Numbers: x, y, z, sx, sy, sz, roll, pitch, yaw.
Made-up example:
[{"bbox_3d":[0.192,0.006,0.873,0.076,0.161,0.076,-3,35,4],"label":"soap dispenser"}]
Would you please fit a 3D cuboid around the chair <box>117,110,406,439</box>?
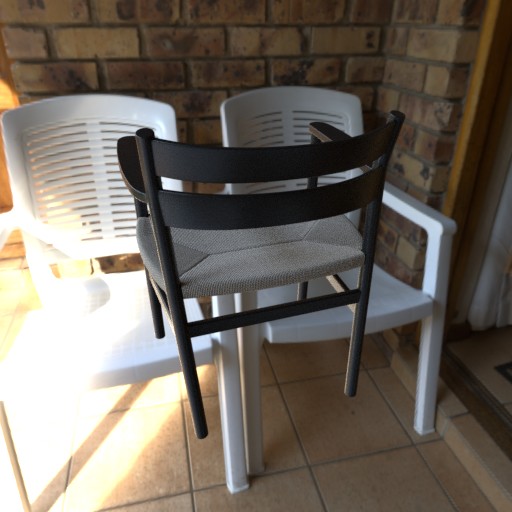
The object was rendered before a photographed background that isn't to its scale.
[{"bbox_3d":[0.000,0.000,1.192,0.630,0.775,0.508,-9,30,-17],"label":"chair"}]
